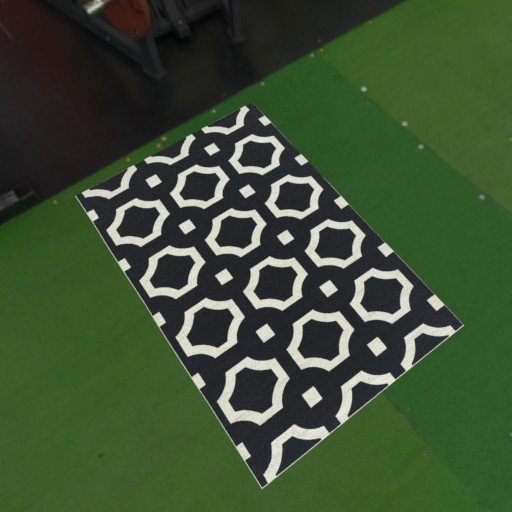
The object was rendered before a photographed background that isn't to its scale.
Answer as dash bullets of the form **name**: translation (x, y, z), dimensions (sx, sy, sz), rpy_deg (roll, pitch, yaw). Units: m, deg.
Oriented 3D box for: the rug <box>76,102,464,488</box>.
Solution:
- **rug**: translation (0.000, 0.000, 2.968), dimensions (1.555, 0.016, 2.286), rpy_deg (-33, 68, -15)
